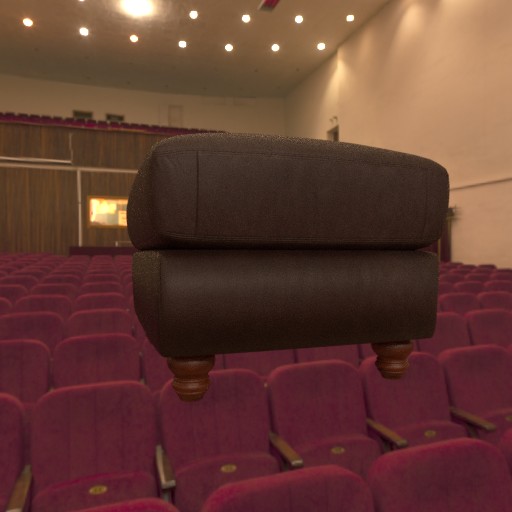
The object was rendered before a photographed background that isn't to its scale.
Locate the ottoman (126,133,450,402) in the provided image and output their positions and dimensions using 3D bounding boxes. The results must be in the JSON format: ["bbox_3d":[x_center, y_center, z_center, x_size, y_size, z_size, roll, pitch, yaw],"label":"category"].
[{"bbox_3d":[0.000,0.000,1.243,0.670,0.569,0.806,0,0,-19],"label":"ottoman"}]
